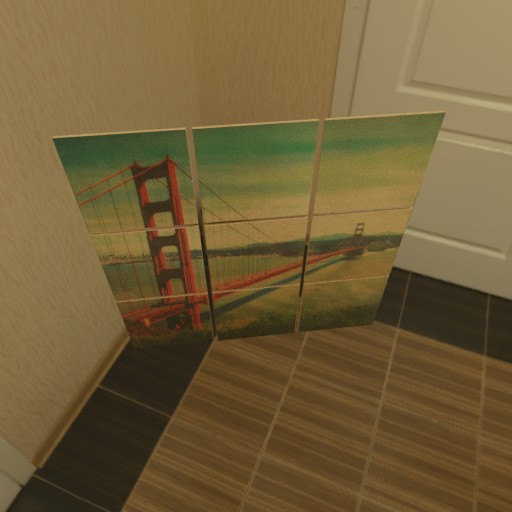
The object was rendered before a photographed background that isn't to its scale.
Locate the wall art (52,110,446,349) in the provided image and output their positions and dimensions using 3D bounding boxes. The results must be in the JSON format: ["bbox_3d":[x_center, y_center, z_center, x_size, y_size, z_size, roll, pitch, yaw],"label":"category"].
[{"bbox_3d":[0.000,0.000,2.260,1.519,1.507,0.014,-5,48,-5],"label":"wall art"}]
